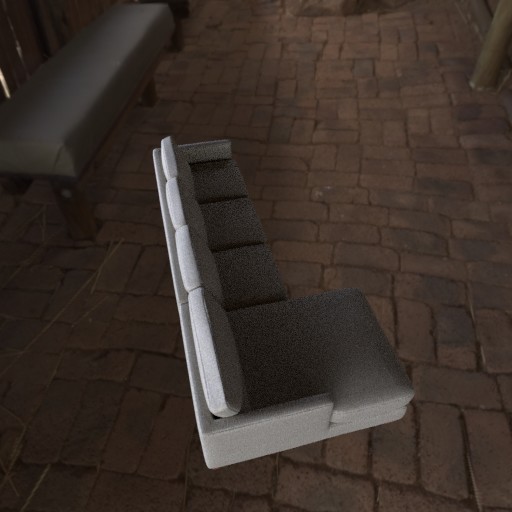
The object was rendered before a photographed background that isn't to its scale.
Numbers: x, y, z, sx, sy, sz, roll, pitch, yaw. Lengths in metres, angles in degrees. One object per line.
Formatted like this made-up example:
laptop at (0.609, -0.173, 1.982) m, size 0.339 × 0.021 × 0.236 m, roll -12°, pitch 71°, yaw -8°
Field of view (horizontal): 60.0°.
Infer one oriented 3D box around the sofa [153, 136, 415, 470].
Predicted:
sofa at (0.000, 0.000, 3.957) m, size 1.502 × 0.876 × 3.201 m, roll -10°, pitch 47°, yaw -10°
